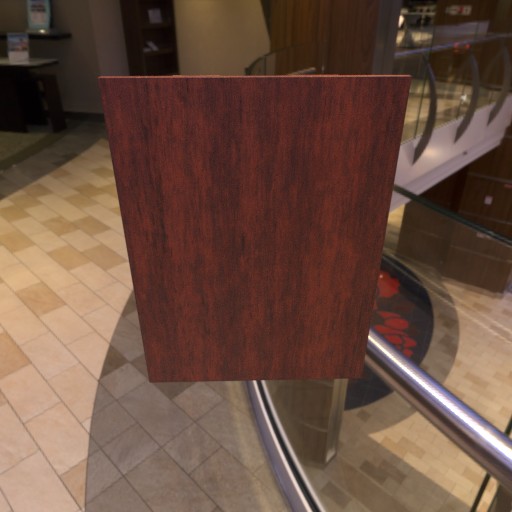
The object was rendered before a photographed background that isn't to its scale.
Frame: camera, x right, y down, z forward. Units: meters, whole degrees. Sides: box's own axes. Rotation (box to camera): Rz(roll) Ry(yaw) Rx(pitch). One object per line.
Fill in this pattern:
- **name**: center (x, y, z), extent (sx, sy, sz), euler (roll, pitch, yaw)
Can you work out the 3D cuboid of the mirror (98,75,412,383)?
- **mirror**: center (0.000, 0.000, 1.059), extent (0.600, 0.805, 0.021), euler (-1, 30, -1)
